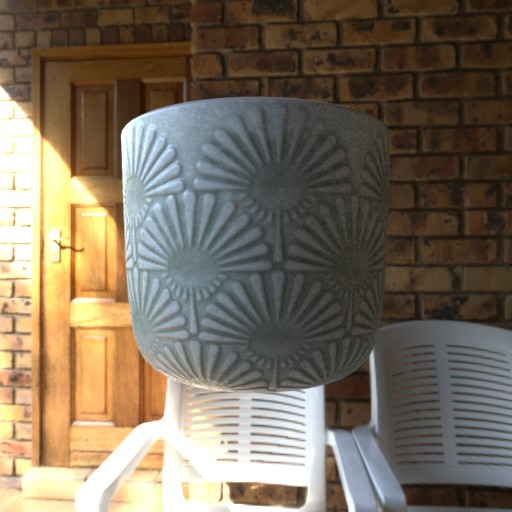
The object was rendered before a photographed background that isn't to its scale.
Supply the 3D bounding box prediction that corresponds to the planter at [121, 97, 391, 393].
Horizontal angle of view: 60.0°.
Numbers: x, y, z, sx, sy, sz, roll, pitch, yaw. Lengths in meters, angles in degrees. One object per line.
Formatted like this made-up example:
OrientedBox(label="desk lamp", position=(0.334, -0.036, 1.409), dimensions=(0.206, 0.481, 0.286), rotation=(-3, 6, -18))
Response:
OrientedBox(label="planter", position=(0.000, 0.000, 0.213), dimensions=(0.124, 0.109, 0.124), rotation=(0, 0, 0))
